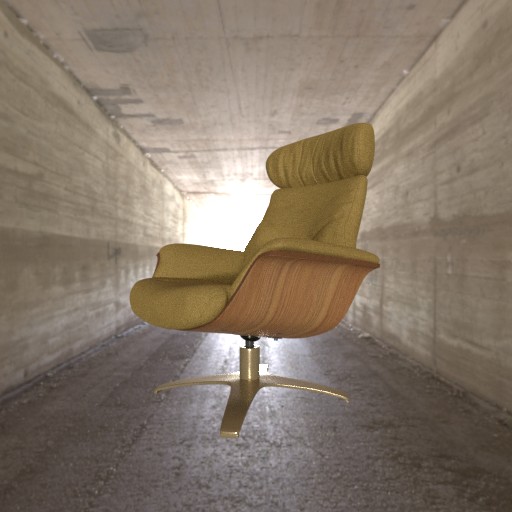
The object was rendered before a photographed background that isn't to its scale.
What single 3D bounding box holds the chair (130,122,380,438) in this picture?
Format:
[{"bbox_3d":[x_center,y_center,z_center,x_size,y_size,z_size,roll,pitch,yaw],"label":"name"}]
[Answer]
[{"bbox_3d":[0.000,0.000,1.594,0.837,0.995,0.785,0,0,-36],"label":"chair"}]
